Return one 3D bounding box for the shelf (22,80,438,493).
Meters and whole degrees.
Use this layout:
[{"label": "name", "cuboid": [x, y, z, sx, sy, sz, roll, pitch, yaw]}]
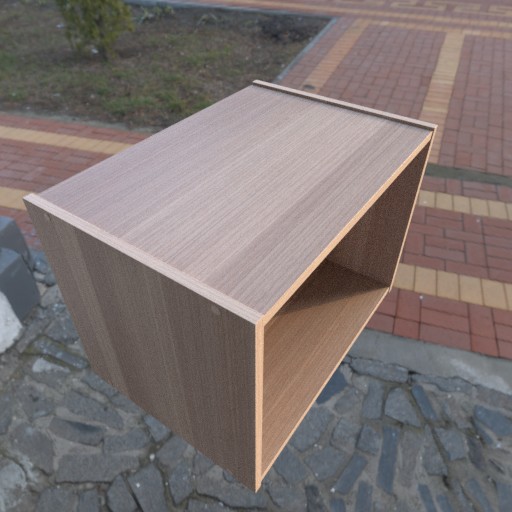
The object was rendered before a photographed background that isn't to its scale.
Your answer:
[{"label": "shelf", "cuboid": [0.000, 0.000, 0.615, 0.290, 0.305, 0.415, 25, 47, 26]}]
